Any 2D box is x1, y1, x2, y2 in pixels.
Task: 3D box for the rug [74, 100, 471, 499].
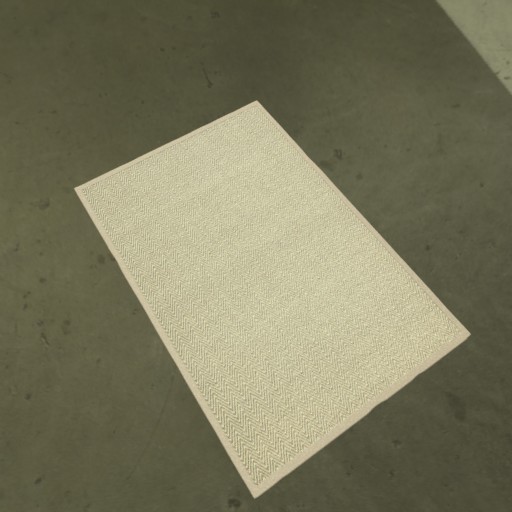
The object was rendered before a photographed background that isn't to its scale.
[{"bbox_3d":[0.000,0.000,2.856,1.540,0.021,2.290,-31,67,-15],"label":"rug"}]
